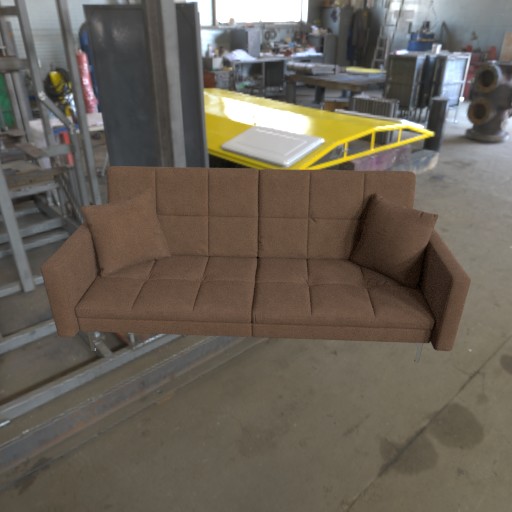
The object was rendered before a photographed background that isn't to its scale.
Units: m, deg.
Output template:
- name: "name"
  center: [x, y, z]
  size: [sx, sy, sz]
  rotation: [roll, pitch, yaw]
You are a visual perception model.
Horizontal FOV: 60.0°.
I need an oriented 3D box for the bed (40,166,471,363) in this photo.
- name: "bed"
  center: [0.000, 0.000, 2.395]
  size: [1.905, 0.787, 0.889]
  rotation: [1, 29, 3]
